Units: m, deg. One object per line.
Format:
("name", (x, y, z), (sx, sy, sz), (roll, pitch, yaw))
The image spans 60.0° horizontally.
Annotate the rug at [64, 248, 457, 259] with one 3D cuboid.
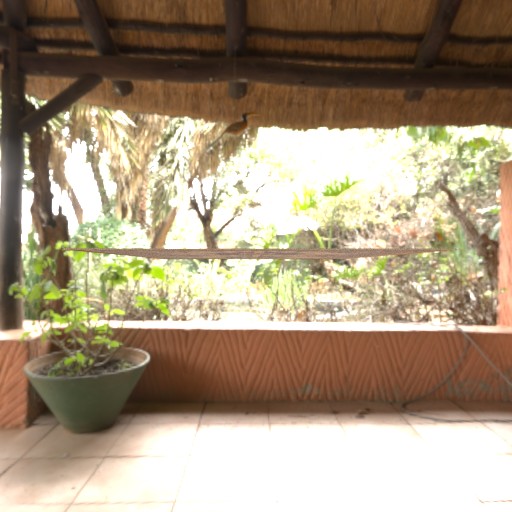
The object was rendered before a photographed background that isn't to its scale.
("rug", (0.000, 0.000, 2.922), (1.611, 0.008, 2.227), (0, -1, -1))
